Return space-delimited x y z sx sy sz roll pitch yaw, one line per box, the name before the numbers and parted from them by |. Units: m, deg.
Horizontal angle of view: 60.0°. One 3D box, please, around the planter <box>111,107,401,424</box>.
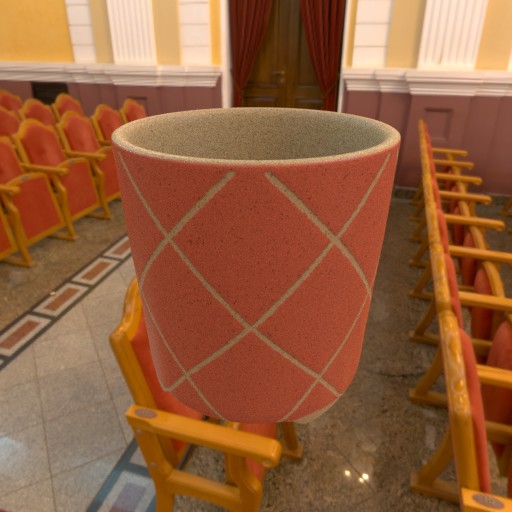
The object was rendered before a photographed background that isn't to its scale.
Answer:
planter | 0.000 0.000 0.413 0.227 0.235 0.227 0 26 0
